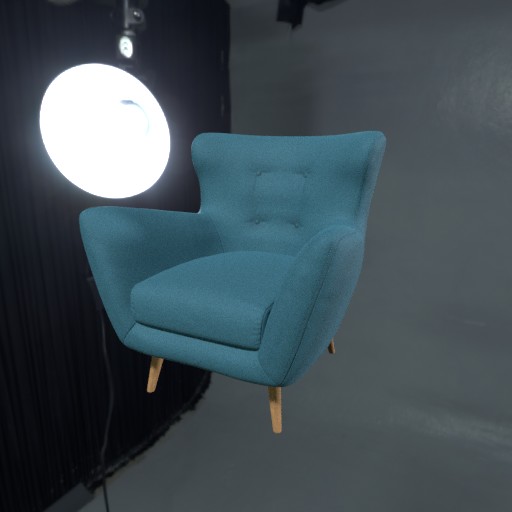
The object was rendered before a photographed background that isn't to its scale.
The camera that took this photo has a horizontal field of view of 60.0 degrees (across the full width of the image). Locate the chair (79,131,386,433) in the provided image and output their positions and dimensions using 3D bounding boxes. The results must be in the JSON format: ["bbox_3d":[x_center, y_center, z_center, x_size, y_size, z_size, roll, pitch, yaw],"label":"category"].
[{"bbox_3d":[0.000,0.000,1.632,0.890,0.889,0.889,7,16,26],"label":"chair"}]
